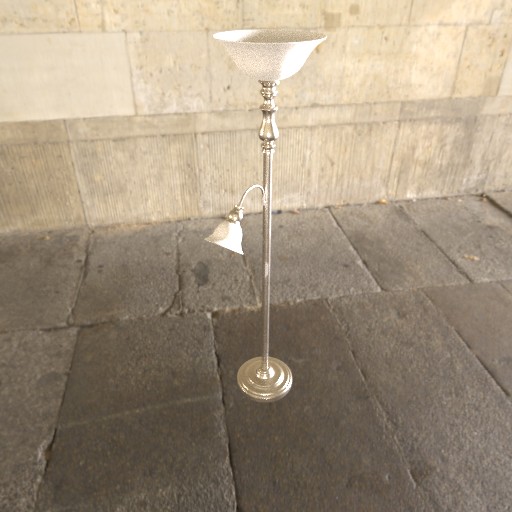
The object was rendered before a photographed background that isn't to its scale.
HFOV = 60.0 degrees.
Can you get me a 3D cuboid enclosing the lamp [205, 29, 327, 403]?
[{"bbox_3d":[0.000,0.000,2.009,0.405,1.785,0.575,21,38,29],"label":"lamp"}]
